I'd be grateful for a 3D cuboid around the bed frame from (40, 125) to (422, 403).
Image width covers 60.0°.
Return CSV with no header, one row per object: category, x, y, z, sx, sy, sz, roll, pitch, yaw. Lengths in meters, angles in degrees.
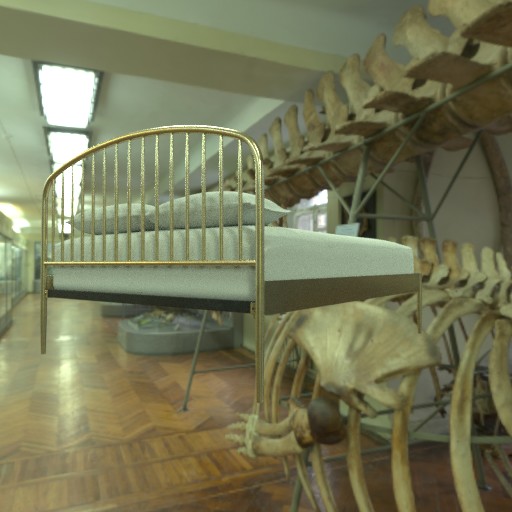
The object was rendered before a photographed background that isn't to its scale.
bed frame,0.000,0.000,3.029,1.612,1.175,2.152,-1,-1,36
